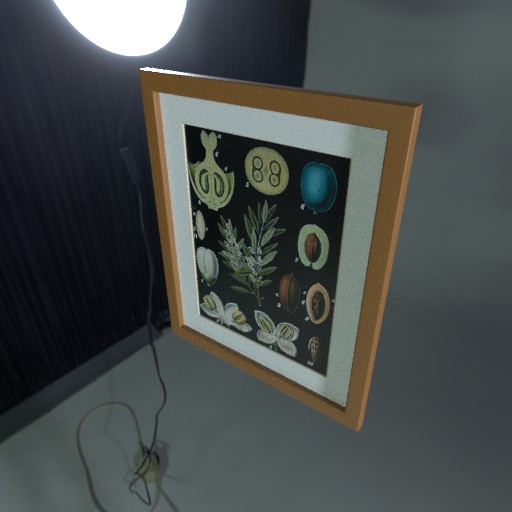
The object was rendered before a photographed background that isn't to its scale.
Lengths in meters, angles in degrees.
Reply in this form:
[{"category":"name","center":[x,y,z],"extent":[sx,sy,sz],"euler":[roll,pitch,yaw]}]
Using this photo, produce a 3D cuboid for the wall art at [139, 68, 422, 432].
[{"category":"wall art","center":[0.000,0.000,0.515],"extent":[0.310,0.379,0.015],"euler":[20,37,30]}]
